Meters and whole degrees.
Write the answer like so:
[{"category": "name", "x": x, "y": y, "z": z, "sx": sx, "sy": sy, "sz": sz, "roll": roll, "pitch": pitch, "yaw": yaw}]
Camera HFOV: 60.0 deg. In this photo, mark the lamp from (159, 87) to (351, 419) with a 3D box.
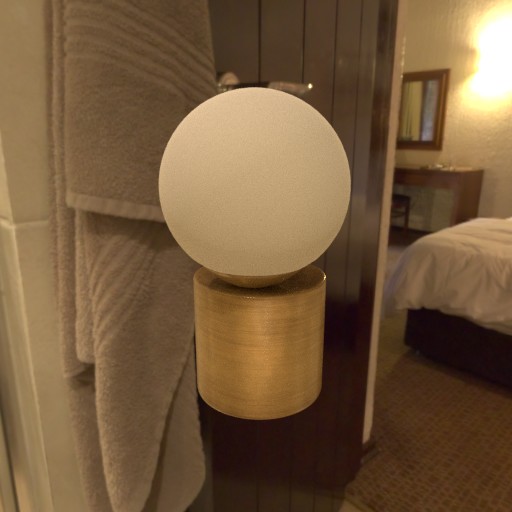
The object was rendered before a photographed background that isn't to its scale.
[{"category": "lamp", "x": 0.000, "y": 0.000, "z": 0.353, "sx": 0.141, "sy": 0.250, "sz": 0.152, "roll": 3, "pitch": 15, "yaw": 10}]
